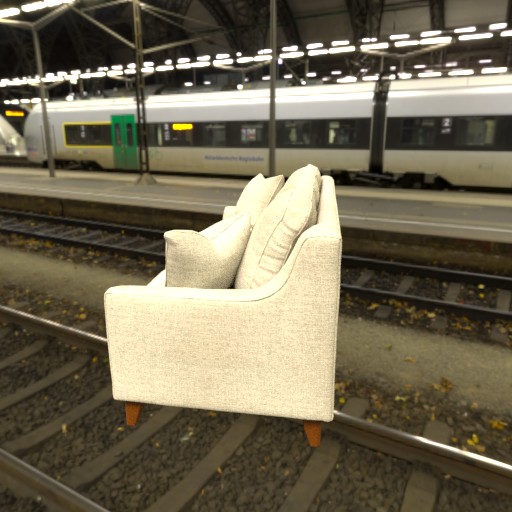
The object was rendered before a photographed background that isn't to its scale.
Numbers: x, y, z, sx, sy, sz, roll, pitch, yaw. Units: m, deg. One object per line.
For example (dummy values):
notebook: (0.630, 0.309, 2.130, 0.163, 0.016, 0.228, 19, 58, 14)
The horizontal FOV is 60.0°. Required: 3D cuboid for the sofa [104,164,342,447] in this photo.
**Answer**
sofa: (0.000, 0.000, 2.495, 0.865, 0.914, 2.031, 2, 15, 9)
